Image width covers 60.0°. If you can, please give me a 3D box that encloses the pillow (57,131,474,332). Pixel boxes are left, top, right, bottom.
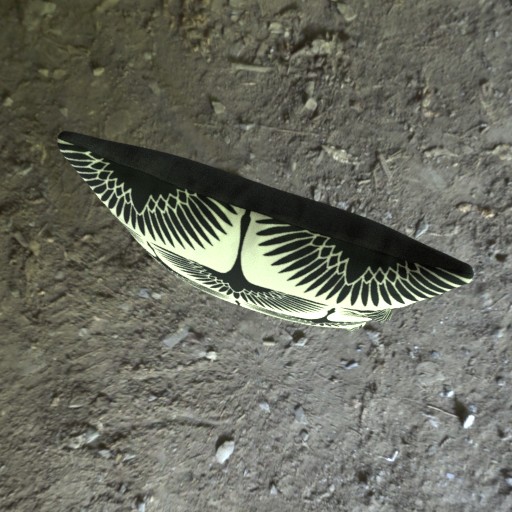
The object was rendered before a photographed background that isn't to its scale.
[{"bbox_3d":[0.000,0.000,0.635,0.432,0.432,0.139,19,77,5],"label":"pillow"}]
